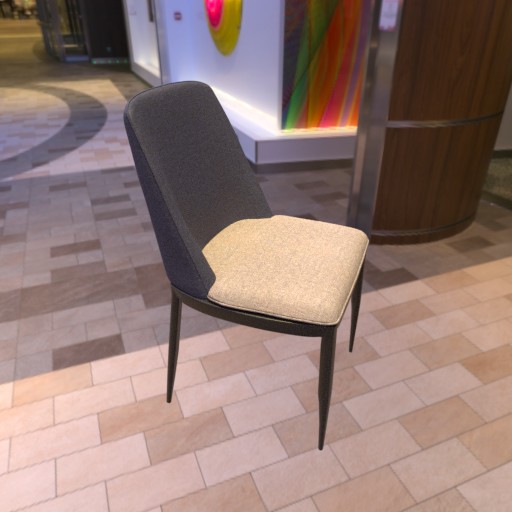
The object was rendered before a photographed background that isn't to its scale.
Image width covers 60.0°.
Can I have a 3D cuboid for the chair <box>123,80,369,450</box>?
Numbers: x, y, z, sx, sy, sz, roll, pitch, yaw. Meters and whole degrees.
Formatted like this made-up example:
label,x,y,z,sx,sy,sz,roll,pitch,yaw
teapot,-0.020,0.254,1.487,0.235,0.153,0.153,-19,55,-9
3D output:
label,x,y,z,sx,sy,sz,roll,pitch,yaw
chair,0.000,0.000,1.201,0.551,0.839,0.480,11,32,19
